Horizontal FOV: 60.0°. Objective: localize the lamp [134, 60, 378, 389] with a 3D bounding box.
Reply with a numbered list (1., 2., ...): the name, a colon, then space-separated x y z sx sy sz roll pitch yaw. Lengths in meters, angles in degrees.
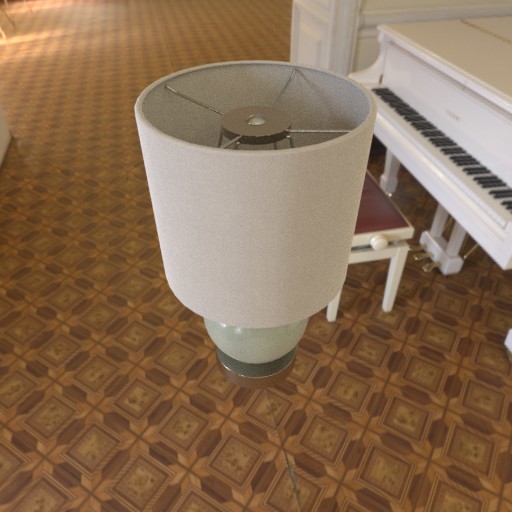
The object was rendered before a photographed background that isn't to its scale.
1. lamp: 0.000 0.000 0.488 0.201 0.353 0.201 0 41 0
